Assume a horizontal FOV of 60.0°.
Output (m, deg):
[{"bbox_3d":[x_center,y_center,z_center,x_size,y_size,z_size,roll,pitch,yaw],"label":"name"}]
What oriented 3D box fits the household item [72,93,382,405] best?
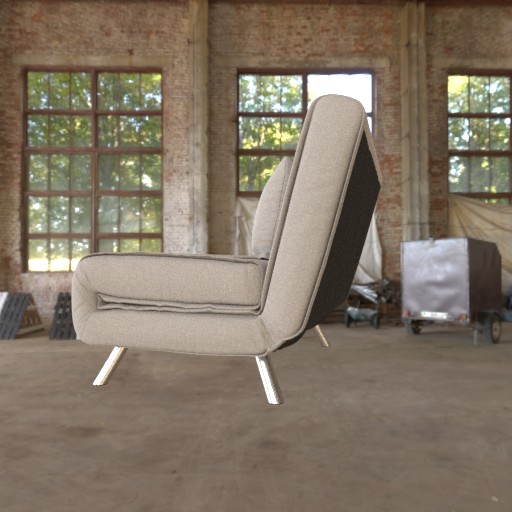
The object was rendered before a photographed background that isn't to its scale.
[{"bbox_3d":[0.000,0.000,1.659,0.874,0.800,1.000,0,0,18],"label":"household item"}]
